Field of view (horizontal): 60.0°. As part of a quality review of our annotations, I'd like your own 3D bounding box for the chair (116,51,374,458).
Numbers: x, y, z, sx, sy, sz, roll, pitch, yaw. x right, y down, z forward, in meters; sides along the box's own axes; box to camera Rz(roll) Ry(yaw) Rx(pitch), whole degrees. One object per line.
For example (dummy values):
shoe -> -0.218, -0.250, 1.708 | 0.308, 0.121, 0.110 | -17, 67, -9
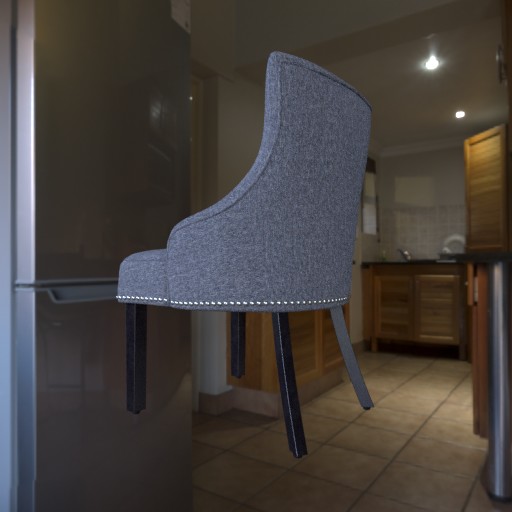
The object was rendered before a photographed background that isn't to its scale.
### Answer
chair -> 0.000, 0.000, 1.316 | 0.629, 0.909, 0.566 | 0, 0, 37
